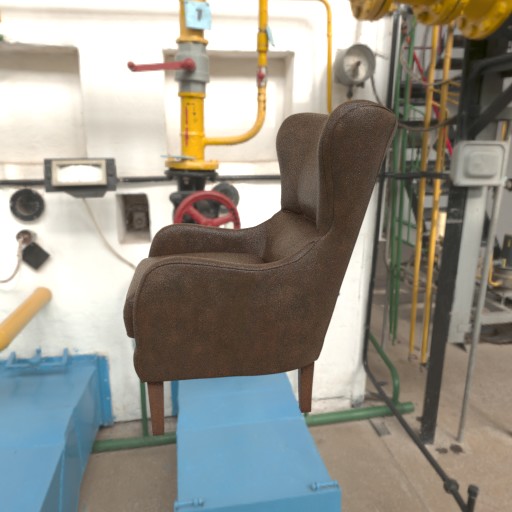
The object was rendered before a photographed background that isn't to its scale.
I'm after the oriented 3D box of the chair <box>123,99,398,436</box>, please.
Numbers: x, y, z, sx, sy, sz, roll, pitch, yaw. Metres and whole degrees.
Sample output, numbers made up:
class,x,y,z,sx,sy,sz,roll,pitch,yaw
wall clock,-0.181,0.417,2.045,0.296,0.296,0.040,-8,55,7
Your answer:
class,x,y,z,sx,sy,sz,roll,pitch,yaw
chair,0.000,0.000,1.634,0.914,1.048,0.692,-2,15,-9
